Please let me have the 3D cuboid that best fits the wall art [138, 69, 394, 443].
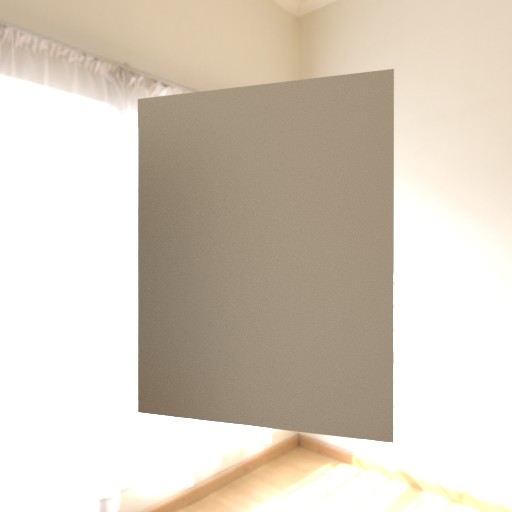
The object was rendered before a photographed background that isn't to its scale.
[{"bbox_3d":[0.000,0.000,1.374,0.816,1.046,0.030,0,0,17],"label":"wall art"}]
